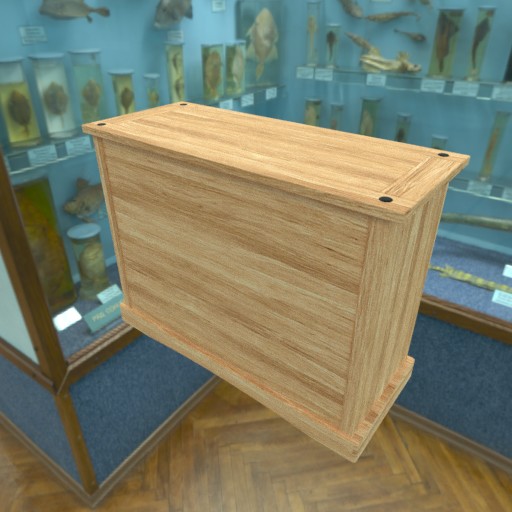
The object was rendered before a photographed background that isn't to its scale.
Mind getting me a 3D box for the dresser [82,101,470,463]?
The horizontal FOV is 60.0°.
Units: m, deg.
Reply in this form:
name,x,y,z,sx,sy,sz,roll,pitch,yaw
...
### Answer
name,x,y,z,sx,sy,sz,roll,pitch,yaw
dresser,0.000,0.000,1.377,0.990,0.740,0.410,22,37,32
